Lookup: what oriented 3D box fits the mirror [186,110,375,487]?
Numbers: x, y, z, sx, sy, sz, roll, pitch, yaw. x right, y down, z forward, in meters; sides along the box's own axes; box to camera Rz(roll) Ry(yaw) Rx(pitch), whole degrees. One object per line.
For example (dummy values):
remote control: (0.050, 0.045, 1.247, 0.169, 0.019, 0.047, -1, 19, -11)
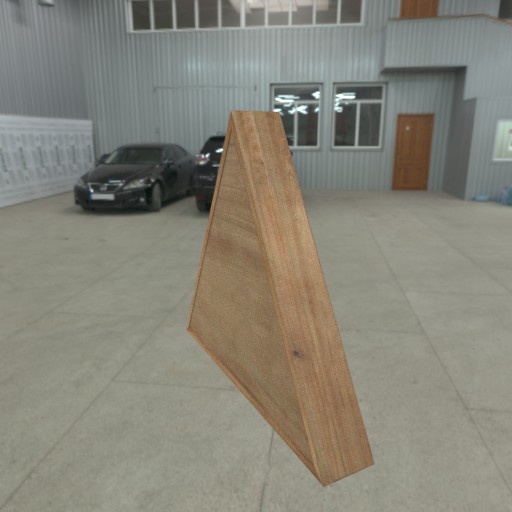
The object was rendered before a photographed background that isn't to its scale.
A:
mirror: (0.000, 0.000, 0.880, 0.100, 0.548, 0.631, -8, 17, -26)
